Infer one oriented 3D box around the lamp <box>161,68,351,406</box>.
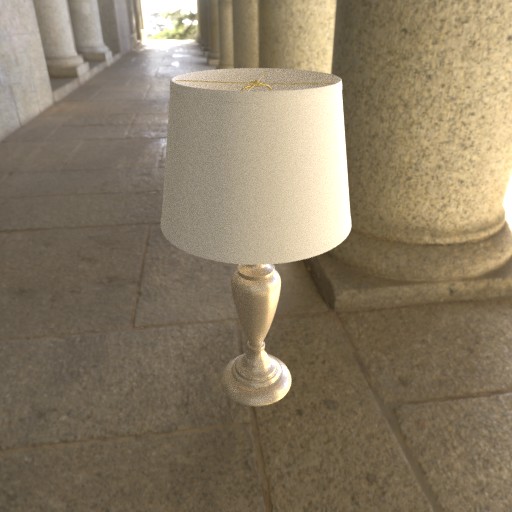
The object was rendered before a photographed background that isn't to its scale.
[{"bbox_3d":[0.000,0.000,0.814,0.328,0.612,0.328,0,29,0],"label":"lamp"}]
